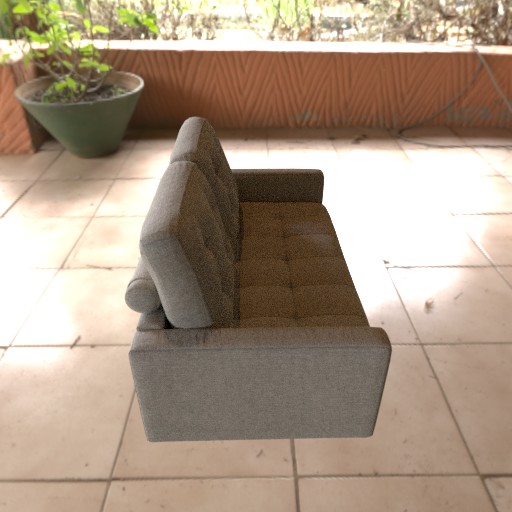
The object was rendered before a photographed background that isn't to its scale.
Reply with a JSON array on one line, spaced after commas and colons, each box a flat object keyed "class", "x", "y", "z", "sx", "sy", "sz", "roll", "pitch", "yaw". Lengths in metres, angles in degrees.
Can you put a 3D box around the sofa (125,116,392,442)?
[{"class": "sofa", "x": 0.000, "y": 0.000, "z": 1.939, "sx": 0.842, "sy": 0.907, "sz": 1.407, "roll": -1, "pitch": 33, "yaw": -1}]
